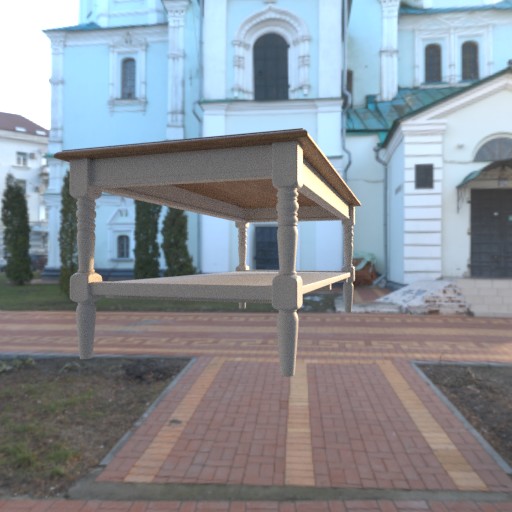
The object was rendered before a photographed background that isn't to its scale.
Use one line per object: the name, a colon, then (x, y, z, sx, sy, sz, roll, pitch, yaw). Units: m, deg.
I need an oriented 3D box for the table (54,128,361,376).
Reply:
table: (0.000, 0.000, 1.404, 0.559, 0.458, 1.118, 0, 0, 18)
